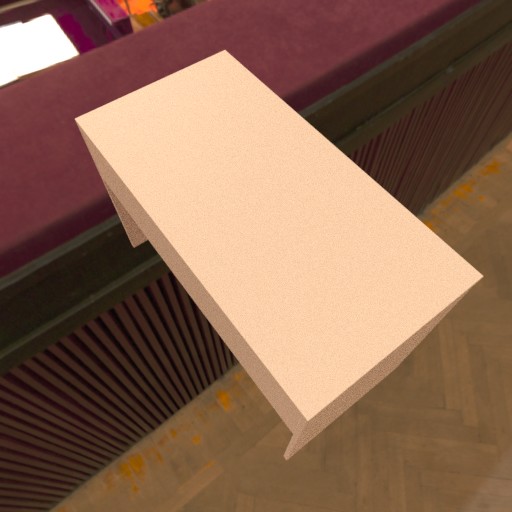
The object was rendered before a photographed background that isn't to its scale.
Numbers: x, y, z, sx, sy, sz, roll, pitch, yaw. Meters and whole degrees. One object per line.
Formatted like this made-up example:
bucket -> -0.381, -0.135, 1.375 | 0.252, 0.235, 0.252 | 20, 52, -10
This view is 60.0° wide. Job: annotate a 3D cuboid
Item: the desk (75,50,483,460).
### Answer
desk -> 0.000, 0.000, 1.530 | 0.560, 0.730, 1.100 | -33, 65, -18
